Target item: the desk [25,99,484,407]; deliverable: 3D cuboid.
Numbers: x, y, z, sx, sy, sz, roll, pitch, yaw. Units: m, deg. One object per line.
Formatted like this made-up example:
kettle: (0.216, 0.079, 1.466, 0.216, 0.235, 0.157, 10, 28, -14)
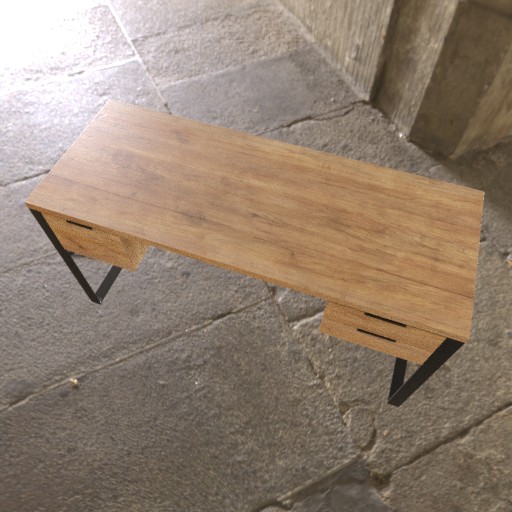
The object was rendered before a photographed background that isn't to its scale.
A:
desk: (0.000, 0.000, 1.888, 1.520, 0.760, 0.600, 17, 58, 11)
